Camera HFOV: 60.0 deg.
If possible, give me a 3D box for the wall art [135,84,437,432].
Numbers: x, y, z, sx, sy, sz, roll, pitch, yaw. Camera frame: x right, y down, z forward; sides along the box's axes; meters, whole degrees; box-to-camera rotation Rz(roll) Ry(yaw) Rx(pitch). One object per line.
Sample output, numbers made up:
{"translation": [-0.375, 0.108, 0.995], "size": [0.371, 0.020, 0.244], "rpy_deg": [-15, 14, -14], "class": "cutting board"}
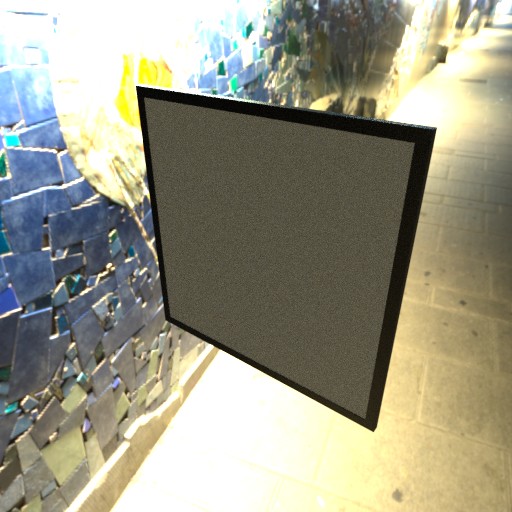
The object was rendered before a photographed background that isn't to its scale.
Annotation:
{"translation": [0.000, 0.000, 1.209], "size": [0.807, 0.807, 0.022], "rpy_deg": [20, 36, 31], "class": "wall art"}
